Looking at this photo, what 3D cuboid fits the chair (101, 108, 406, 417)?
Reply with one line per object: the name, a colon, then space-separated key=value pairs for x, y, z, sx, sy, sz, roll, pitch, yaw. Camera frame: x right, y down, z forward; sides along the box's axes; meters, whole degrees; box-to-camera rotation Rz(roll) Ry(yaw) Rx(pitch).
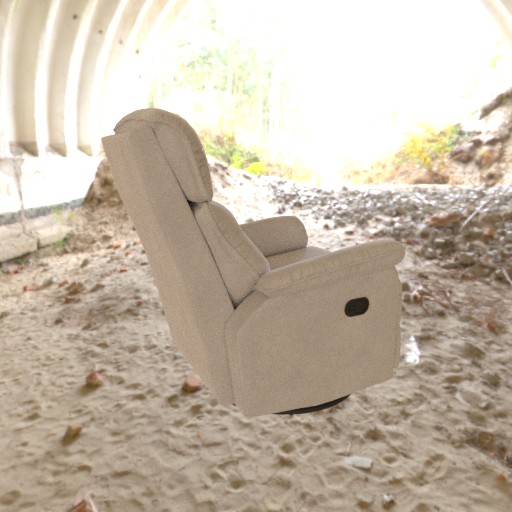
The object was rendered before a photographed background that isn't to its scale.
chair: x=0.000 y=0.000 z=1.708 sx=1.001 sy=1.039 sz=0.820 roll=-6 pitch=15 yaw=-26
